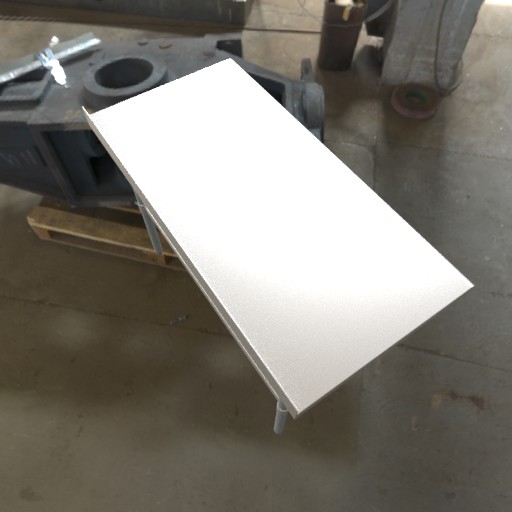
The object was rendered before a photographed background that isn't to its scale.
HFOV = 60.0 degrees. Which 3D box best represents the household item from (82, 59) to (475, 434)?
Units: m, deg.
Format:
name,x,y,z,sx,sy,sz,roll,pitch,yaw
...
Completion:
name,x,y,z,sx,sy,sz,roll,pitch,yaw
household item,0.000,0.000,1.694,0.610,0.851,1.219,-30,62,-18
